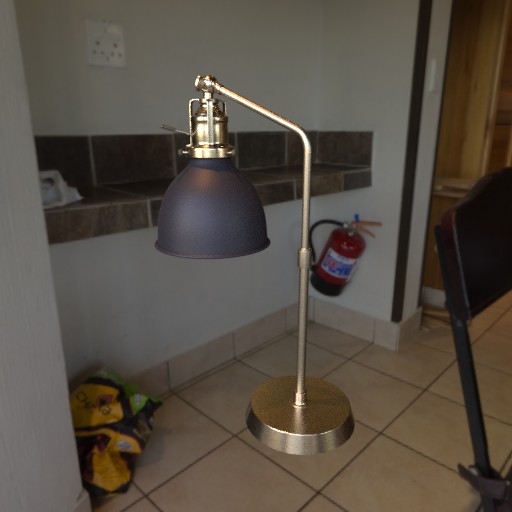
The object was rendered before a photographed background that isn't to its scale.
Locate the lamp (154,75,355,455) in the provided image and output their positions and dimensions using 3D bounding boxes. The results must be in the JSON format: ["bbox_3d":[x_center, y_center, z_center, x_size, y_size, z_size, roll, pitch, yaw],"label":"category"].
[{"bbox_3d":[0.000,0.000,0.593,0.291,0.456,0.160,8,18,24],"label":"lamp"}]
